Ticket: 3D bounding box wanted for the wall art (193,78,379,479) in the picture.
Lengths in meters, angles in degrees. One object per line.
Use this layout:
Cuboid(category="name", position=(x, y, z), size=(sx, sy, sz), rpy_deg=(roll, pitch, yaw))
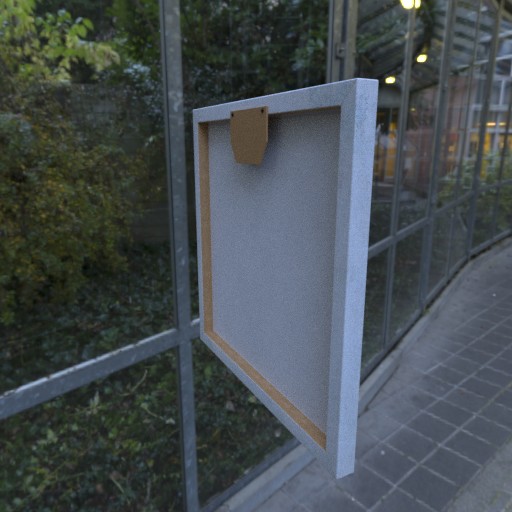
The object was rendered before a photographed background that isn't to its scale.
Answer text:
Cuboid(category="wall art", position=(0.000, 0.000, 0.904), size=(0.044, 0.605, 0.605), rpy_deg=(-7, 16, -27))
